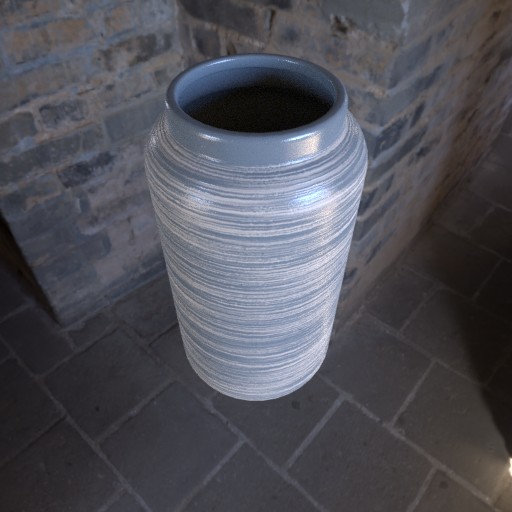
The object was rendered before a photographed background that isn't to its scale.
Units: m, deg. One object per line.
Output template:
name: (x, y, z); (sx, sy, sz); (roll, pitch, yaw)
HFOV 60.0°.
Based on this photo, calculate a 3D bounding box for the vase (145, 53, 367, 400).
vase: (0.000, 0.000, 0.293); (0.116, 0.230, 0.116); (0, 47, 0)
